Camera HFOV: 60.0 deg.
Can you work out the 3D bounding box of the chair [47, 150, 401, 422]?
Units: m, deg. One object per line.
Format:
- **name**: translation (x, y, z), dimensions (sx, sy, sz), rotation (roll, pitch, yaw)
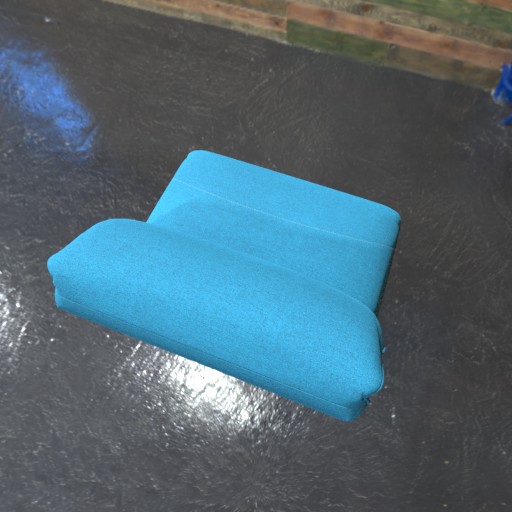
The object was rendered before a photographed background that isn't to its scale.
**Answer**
- **chair**: translation (0.000, 0.000, 1.338), dimensions (0.820, 0.580, 0.780), rotation (19, 64, 10)
